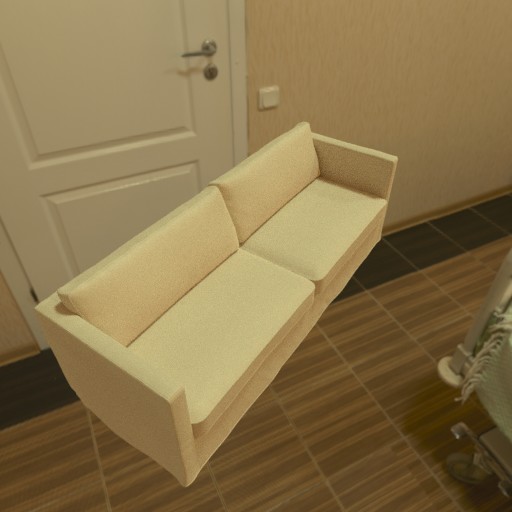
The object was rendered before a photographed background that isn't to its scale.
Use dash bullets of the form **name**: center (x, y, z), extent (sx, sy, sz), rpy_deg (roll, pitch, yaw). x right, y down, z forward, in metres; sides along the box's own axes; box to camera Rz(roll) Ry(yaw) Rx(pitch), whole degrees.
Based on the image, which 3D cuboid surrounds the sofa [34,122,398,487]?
- **sofa**: center (0.000, 0.000, 3.222), extent (1.036, 0.999, 2.779), rpy_deg (24, 46, 26)
